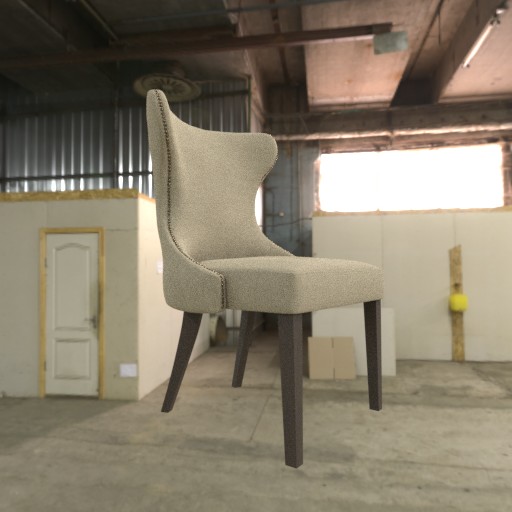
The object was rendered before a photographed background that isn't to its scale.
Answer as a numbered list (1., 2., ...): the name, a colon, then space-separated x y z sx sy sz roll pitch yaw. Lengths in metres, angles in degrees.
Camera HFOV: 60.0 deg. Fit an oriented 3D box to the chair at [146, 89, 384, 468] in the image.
1. chair: 0.000 0.000 1.390 0.635 0.967 0.628 -1 -1 37
